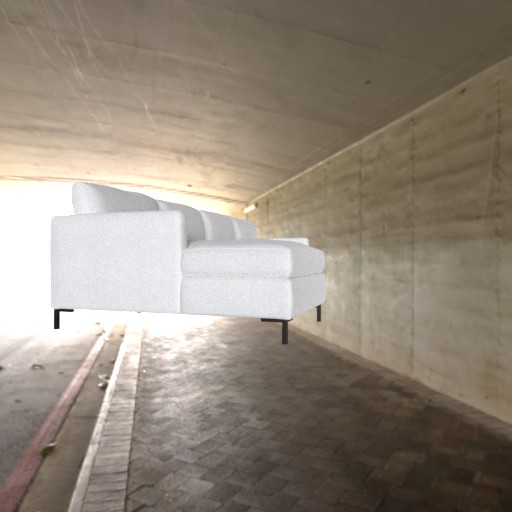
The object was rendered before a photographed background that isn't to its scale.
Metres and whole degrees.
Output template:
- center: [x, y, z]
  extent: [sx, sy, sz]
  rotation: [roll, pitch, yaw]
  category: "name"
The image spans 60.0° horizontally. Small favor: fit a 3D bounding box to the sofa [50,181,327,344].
- center: [0.000, 0.000, 3.792]
  extent: [1.467, 0.875, 3.186]
  rotation: [0, -1, 19]
  category: "sofa"
